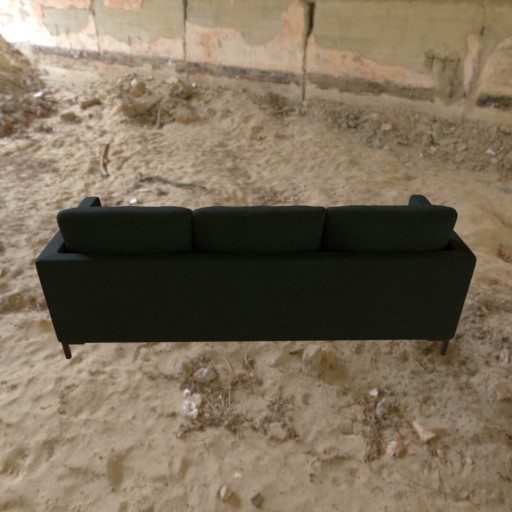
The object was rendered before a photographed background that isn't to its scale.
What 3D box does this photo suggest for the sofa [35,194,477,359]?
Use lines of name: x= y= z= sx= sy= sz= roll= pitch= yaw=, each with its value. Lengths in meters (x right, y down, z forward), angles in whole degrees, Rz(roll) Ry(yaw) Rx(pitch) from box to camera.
sofa: x=0.000 y=0.000 z=2.674 sx=2.218 sy=0.870 sz=0.859 roll=0 pitch=31 yaw=-1
